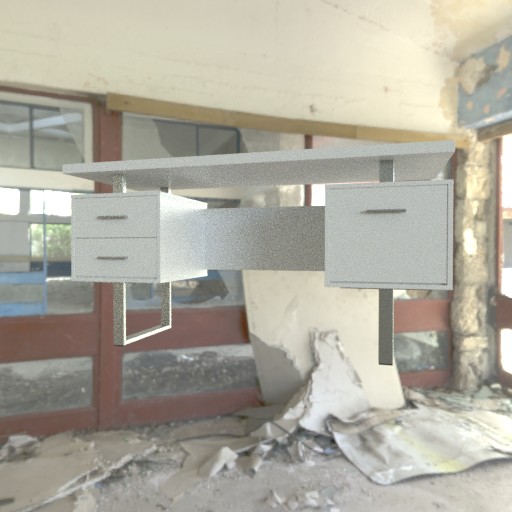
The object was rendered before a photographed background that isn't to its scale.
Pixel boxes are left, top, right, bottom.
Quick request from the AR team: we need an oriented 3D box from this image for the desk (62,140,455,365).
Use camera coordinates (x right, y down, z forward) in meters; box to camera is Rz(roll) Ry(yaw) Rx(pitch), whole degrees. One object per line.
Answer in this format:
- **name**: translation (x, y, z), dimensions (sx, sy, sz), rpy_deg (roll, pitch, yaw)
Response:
- **desk**: translation (0.000, 0.000, 1.951), dimensions (1.530, 0.773, 0.603), rpy_deg (0, 1, 16)
